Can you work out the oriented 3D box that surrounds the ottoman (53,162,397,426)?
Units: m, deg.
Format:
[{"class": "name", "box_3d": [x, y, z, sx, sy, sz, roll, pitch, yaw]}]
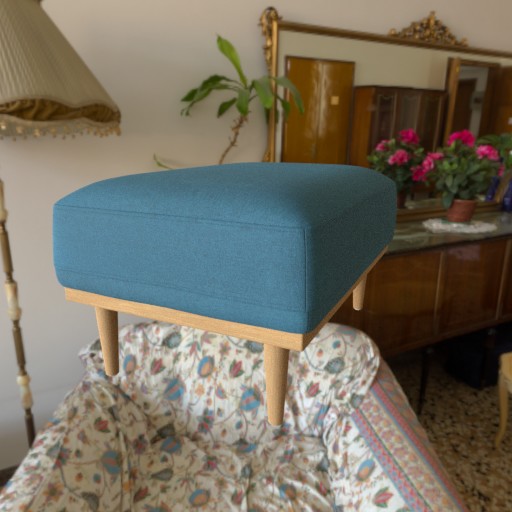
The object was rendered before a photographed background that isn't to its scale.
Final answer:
[{"class": "ottoman", "box_3d": [0.000, 0.000, 1.082, 0.549, 0.428, 0.749, 7, 17, 25]}]
